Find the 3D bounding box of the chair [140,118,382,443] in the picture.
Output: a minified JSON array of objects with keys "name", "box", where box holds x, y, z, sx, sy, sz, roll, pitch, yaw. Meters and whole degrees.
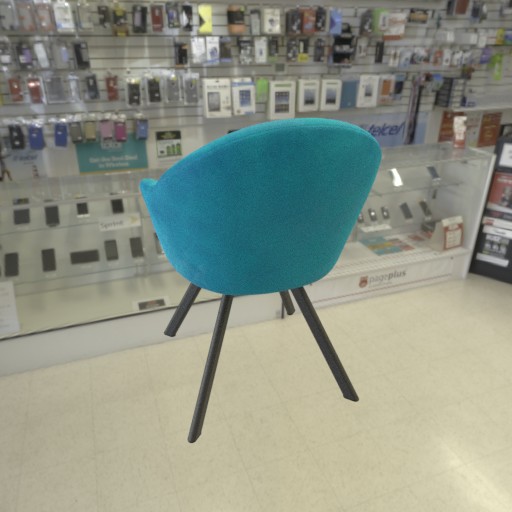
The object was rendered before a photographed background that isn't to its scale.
[{"name":"chair","box":[0.000,0.000,1.190,0.550,0.795,0.590,-8,27,-16]}]
